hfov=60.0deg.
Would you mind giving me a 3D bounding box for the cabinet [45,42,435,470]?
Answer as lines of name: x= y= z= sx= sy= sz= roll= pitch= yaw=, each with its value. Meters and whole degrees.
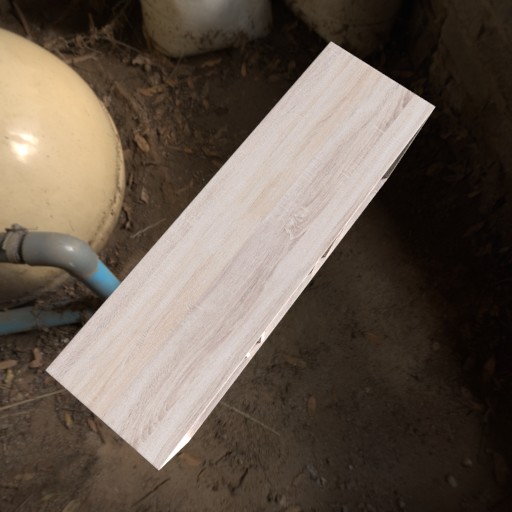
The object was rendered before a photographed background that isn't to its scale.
cabinet: x=0.000 y=0.000 z=1.981 sx=0.500 sy=0.780 sz=1.650 roll=37 pitch=78 yaw=9
